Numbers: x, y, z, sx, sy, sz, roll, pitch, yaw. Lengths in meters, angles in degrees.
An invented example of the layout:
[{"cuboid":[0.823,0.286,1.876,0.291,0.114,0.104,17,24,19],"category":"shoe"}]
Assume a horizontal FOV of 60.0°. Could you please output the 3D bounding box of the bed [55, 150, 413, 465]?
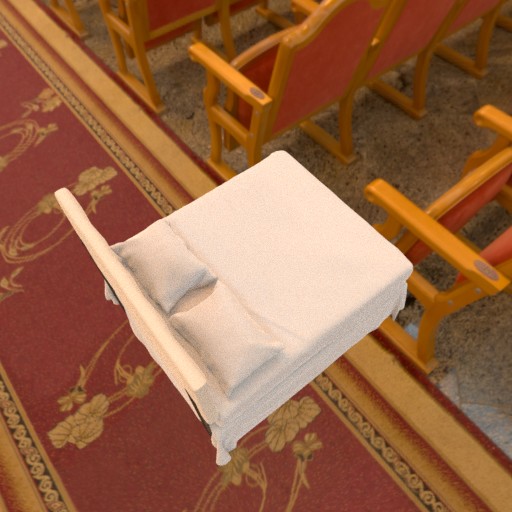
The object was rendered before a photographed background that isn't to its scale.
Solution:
[{"cuboid":[0.000,0.000,3.509,2.222,1.577,1.936,-34,64,-19],"category":"bed"}]
